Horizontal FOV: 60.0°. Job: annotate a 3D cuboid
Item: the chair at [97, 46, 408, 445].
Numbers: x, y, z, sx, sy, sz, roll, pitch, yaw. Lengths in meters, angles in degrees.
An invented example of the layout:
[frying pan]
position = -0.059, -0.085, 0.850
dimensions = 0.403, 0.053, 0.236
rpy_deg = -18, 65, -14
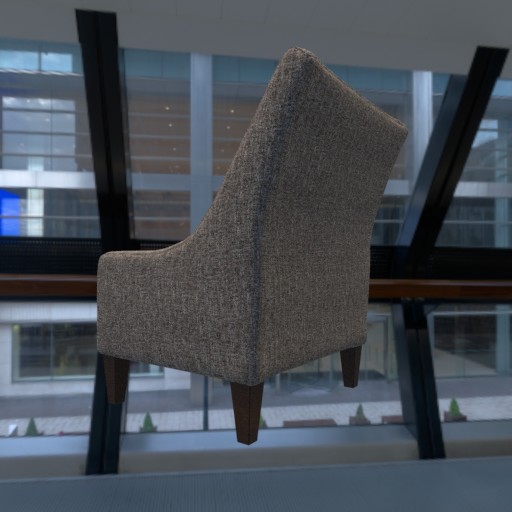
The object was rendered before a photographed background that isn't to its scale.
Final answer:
[chair]
position = 0.000, 0.000, 1.598
dimensions = 0.870, 1.014, 0.774
rpy_deg = -1, -1, 36
